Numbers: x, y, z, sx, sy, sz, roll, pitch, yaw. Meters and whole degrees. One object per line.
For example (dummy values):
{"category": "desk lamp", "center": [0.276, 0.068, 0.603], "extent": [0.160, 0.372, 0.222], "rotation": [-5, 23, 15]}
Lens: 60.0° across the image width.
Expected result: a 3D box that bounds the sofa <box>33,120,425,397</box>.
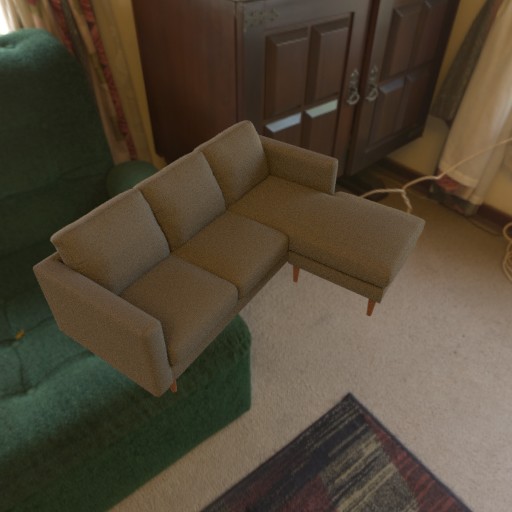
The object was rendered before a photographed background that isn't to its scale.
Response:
{"category": "sofa", "center": [0.000, 0.000, 2.867], "extent": [1.591, 0.897, 2.031], "rotation": [24, 47, 25]}
